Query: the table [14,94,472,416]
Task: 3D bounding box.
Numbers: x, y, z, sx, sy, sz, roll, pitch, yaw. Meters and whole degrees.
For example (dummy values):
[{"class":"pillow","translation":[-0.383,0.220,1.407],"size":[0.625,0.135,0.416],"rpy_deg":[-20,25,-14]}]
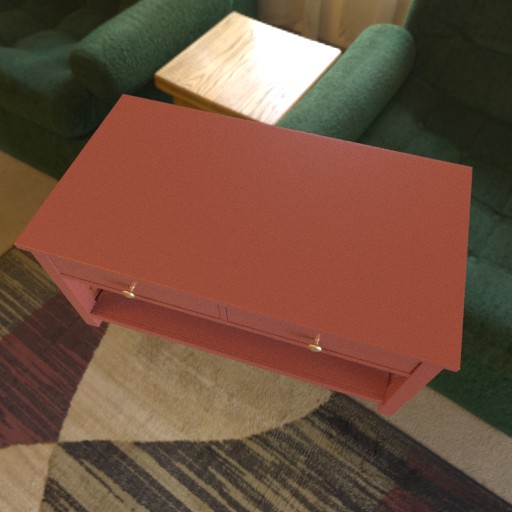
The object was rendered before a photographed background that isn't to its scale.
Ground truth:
[{"class":"table","translation":[0.000,0.000,1.364],"size":[1.068,0.493,0.612],"rpy_deg":[15,59,9]}]
